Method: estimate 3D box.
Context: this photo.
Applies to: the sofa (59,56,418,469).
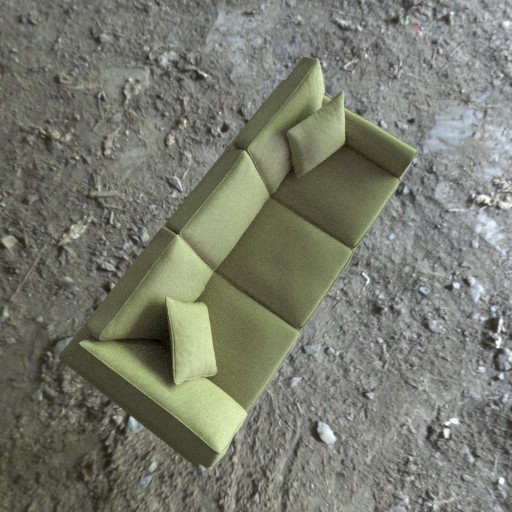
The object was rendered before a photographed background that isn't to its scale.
[{"bbox_3d":[0.000,0.000,2.860,1.053,0.948,2.323,34,77,9],"label":"sofa"}]
